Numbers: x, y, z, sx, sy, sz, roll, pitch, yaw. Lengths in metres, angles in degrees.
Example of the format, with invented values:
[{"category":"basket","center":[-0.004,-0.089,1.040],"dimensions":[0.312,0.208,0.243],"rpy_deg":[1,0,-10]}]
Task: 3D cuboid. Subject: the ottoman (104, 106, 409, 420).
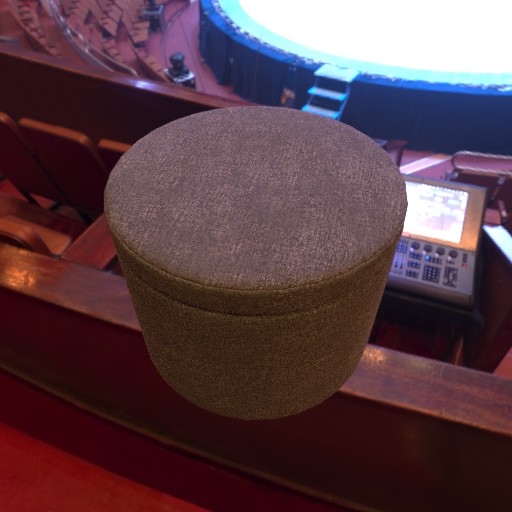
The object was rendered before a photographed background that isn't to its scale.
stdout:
[{"category":"ottoman","center":[0.000,0.000,0.874],"dimensions":[0.500,0.419,0.500],"rpy_deg":[0,46,0]}]
